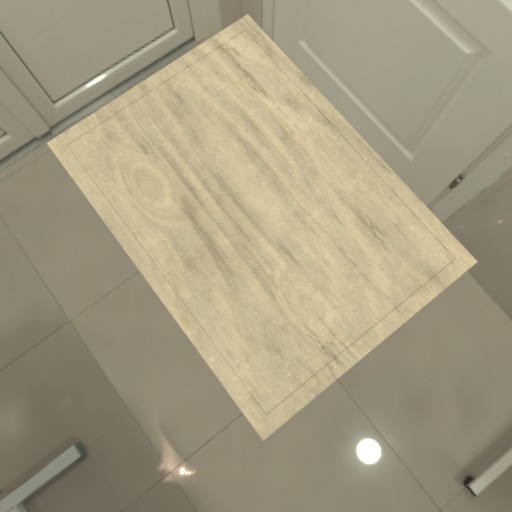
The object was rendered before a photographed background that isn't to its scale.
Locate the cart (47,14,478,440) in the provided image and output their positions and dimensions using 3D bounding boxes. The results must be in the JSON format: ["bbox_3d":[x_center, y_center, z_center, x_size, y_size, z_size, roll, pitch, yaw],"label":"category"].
[{"bbox_3d":[0.000,0.000,1.400,0.567,0.920,0.797,-37,78,-9],"label":"cart"}]
